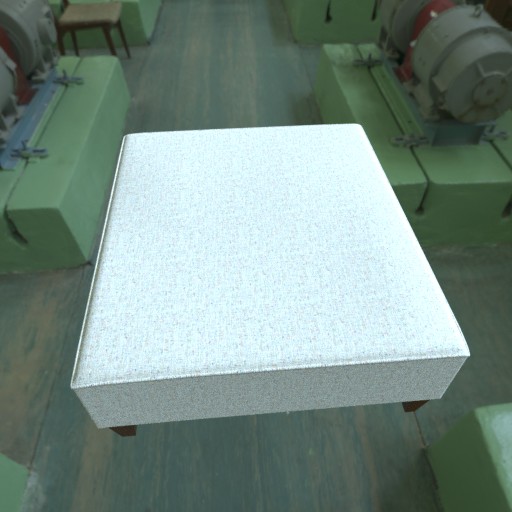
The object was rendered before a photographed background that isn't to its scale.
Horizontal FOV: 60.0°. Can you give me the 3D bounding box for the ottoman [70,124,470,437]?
[{"bbox_3d":[0.000,0.000,1.185,0.736,0.303,0.835,-4,47,-3],"label":"ottoman"}]
